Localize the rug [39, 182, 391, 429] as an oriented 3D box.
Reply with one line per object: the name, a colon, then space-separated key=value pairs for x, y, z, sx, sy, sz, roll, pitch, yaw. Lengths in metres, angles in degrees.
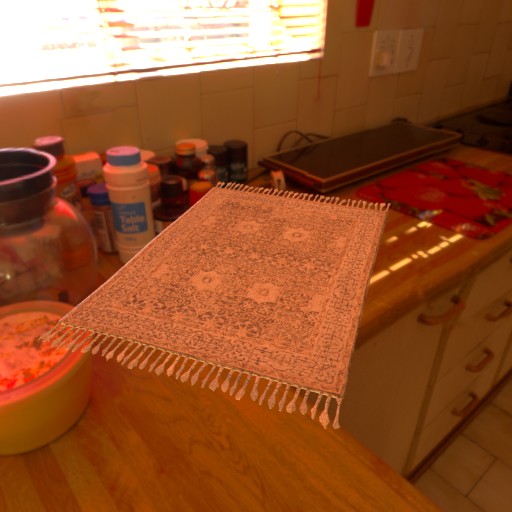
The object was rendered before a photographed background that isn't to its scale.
rug: x=0.000 y=0.000 z=3.085 sx=1.619 sy=0.023 sz=2.465 roll=10 pitch=32 yaw=17
